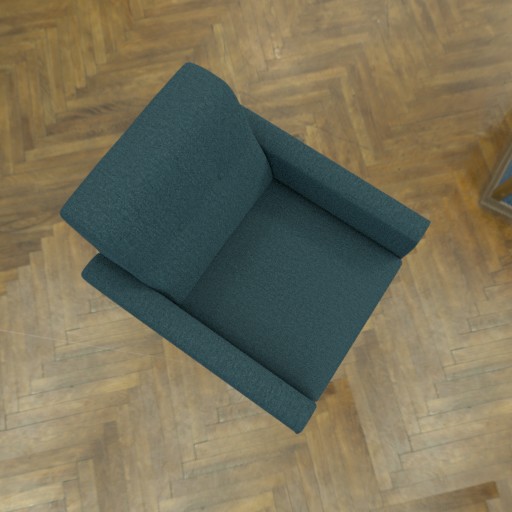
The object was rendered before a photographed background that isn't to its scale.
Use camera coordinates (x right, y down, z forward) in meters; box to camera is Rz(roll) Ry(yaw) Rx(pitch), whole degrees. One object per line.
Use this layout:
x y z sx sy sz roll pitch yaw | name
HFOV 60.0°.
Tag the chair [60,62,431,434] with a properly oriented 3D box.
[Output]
0.000 0.000 1.686 0.964 0.940 0.880 34 78 8 | chair
